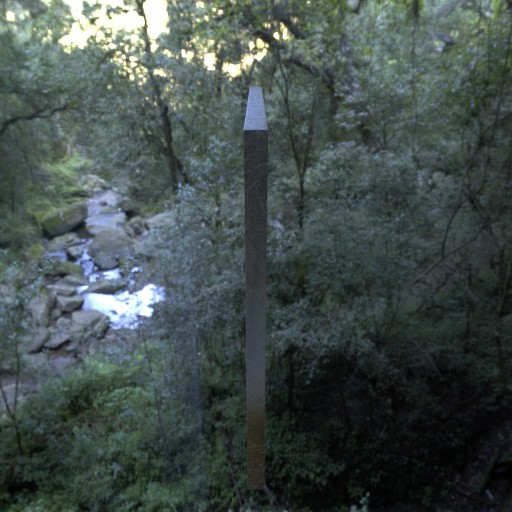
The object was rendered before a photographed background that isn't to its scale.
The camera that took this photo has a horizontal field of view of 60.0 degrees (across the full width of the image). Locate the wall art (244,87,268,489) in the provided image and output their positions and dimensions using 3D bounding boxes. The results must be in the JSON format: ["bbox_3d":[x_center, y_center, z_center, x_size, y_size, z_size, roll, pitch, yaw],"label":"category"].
[{"bbox_3d":[0.000,0.000,1.642,0.051,1.091,1.092,0,25,0],"label":"wall art"}]
